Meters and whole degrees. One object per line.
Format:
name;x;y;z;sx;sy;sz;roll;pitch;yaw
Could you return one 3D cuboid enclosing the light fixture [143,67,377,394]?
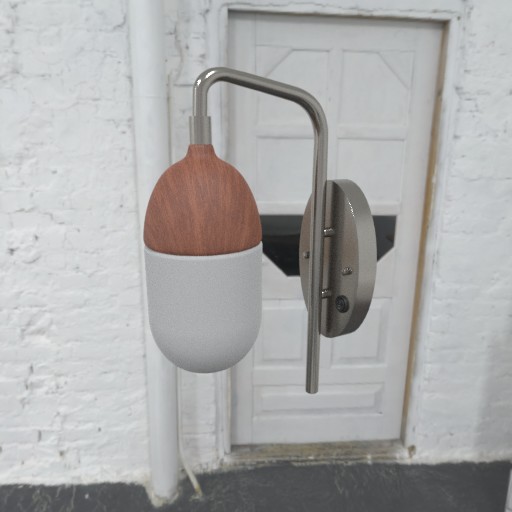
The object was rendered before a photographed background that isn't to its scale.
light fixture;0.000;0.000;0.438;0.216;0.343;0.108;-8;17;-26
